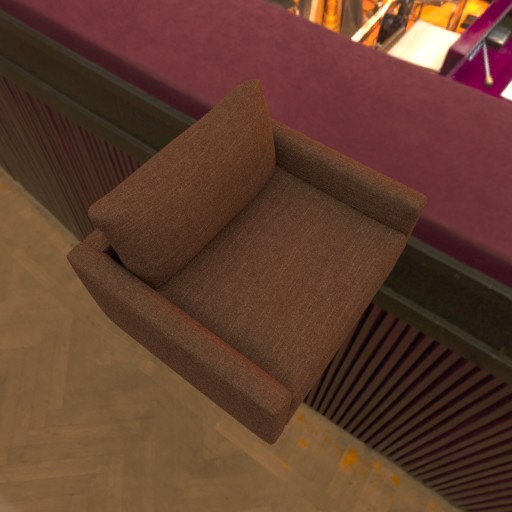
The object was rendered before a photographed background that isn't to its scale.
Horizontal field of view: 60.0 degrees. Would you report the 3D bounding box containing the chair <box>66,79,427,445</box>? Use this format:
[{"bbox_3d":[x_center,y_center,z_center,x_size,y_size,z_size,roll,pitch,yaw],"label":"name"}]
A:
[{"bbox_3d":[0.000,0.000,1.614,0.845,0.841,0.940,32,63,18],"label":"chair"}]
